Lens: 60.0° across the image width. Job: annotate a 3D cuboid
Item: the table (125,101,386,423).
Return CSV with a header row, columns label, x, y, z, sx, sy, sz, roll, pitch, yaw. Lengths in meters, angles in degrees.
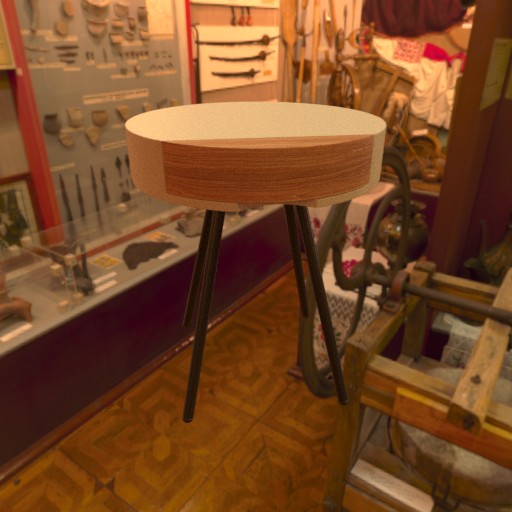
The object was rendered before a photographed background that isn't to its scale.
label,x,y,z,sx,sy,sz,roll,pitch,yaw
table,0.000,0.000,0.876,0.450,0.525,0.450,0,27,0
